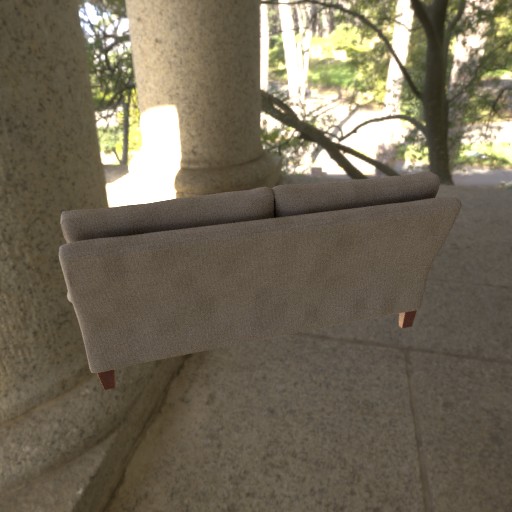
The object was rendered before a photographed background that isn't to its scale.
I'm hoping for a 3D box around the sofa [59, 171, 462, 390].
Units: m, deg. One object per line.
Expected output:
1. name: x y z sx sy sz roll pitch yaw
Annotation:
1. sofa: 0.000 0.000 2.850 2.193 1.096 1.069 -8 28 -15
